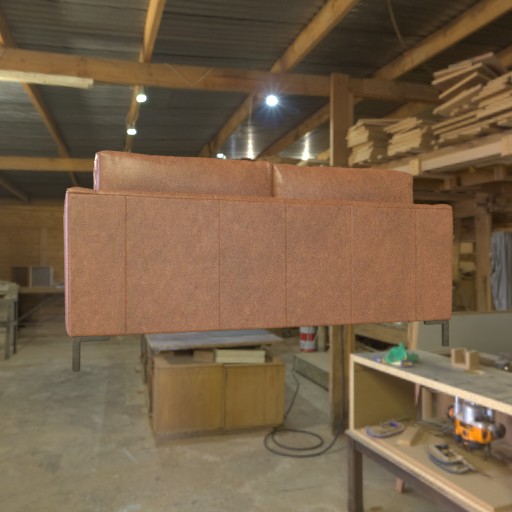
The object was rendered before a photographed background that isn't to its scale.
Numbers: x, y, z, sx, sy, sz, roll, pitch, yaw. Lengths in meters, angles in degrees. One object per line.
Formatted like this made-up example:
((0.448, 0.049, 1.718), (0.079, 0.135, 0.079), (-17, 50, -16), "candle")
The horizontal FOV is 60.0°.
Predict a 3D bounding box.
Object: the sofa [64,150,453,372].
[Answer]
((0.000, 0.000, 2.319), (1.797, 0.883, 0.899), (0, -1, -18), "sofa")
